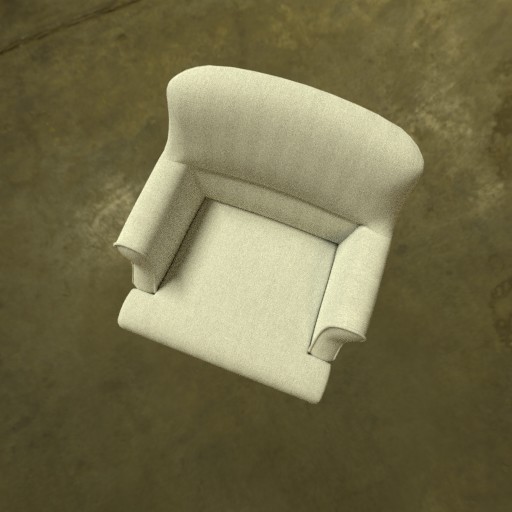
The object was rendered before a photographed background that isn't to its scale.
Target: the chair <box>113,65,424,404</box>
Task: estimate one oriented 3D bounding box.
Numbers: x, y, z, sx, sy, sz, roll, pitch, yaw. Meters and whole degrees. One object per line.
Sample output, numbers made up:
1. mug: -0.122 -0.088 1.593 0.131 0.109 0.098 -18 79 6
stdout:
1. chair: 0.000 0.000 1.473 0.781 0.875 0.750 20 75 5
